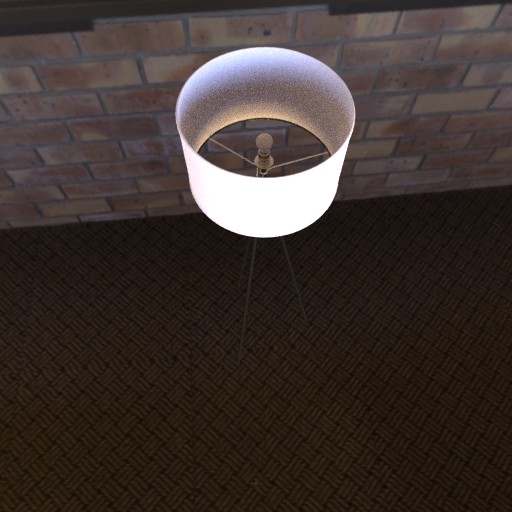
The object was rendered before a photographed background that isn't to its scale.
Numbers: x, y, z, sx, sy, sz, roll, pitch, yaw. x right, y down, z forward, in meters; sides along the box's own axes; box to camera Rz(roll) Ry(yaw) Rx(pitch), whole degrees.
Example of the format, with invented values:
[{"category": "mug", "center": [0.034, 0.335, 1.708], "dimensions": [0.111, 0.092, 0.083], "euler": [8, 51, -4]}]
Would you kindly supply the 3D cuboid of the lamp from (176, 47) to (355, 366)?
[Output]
[{"category": "lamp", "center": [0.000, 0.000, 1.702], "dimensions": [0.448, 1.545, 0.458], "euler": [-35, 68, -16]}]
